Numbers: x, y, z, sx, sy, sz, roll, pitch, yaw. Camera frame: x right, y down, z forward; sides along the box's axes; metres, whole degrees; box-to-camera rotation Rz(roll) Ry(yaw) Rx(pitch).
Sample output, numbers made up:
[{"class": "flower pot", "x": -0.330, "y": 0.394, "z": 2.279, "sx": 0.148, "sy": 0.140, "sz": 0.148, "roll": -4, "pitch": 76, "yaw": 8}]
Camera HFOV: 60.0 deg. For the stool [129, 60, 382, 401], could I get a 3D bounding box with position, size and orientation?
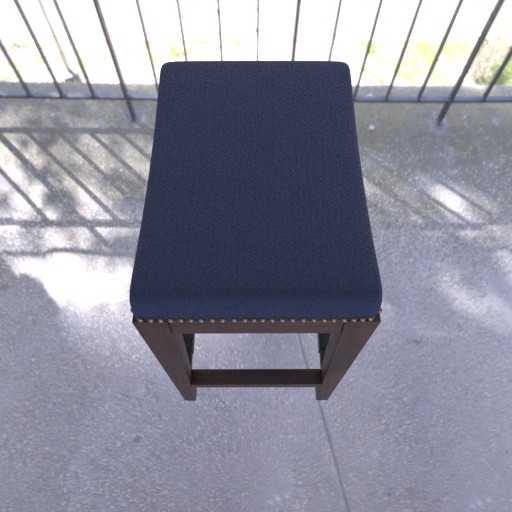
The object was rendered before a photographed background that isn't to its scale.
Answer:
[{"class": "stool", "x": 0.000, "y": 0.000, "z": 0.962, "sx": 0.361, "sy": 0.642, "sz": 0.500, "roll": 0, "pitch": 62, "yaw": 0}]
